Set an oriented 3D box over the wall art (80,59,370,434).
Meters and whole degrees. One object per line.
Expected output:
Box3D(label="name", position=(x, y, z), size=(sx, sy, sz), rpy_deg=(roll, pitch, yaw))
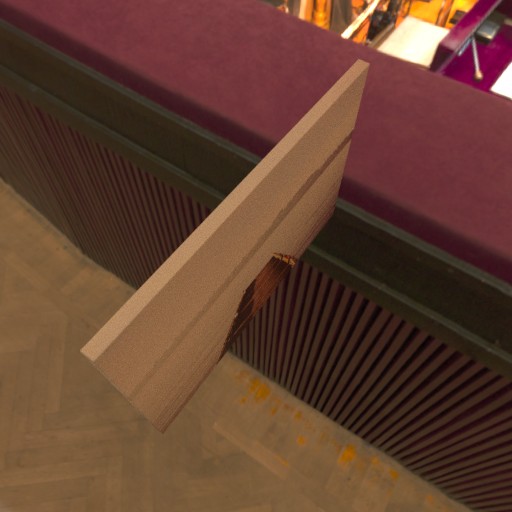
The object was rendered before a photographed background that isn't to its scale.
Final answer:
Box3D(label="wall art", position=(0.000, 0.000, 0.771), size=(0.021, 0.410, 0.615), rpy_deg=(31, 63, 18))
